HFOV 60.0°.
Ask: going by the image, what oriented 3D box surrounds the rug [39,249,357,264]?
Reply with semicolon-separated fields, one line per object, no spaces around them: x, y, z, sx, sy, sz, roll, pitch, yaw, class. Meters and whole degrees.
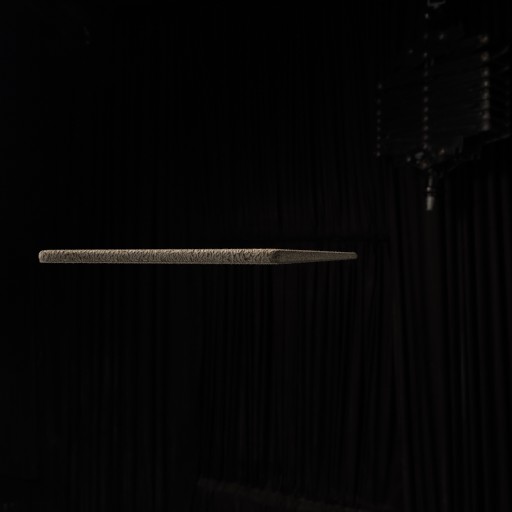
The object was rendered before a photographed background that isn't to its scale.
0.000;0.000;1.697;0.609;0.030;1.524;0;0;19;rug
